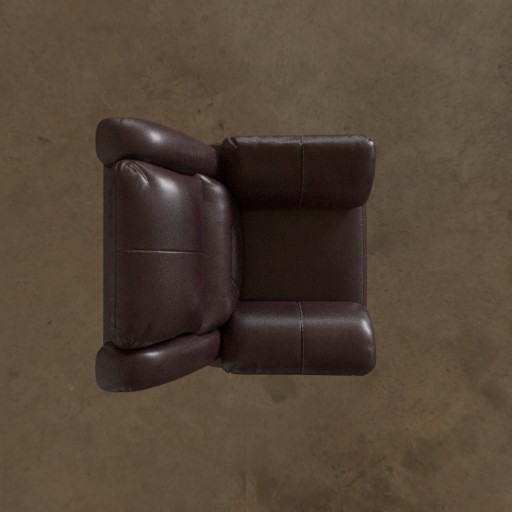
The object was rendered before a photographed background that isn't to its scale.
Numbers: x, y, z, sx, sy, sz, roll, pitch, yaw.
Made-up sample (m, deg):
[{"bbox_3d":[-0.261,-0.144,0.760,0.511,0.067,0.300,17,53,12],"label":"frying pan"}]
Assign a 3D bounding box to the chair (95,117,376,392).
[{"bbox_3d":[0.000,0.000,1.871,1.041,1.093,0.990,0,90,-1],"label":"chair"}]
